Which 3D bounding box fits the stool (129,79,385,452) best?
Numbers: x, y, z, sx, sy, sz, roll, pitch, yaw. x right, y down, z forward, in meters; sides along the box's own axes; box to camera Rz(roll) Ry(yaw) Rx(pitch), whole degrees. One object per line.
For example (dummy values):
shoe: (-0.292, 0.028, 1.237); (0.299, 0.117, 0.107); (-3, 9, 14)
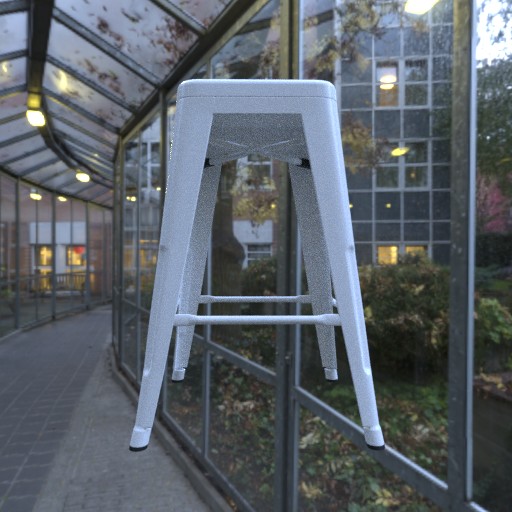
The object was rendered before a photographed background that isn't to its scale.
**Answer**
stool: (0.000, 0.000, 0.895); (0.406, 0.610, 0.406); (0, 0, -1)
